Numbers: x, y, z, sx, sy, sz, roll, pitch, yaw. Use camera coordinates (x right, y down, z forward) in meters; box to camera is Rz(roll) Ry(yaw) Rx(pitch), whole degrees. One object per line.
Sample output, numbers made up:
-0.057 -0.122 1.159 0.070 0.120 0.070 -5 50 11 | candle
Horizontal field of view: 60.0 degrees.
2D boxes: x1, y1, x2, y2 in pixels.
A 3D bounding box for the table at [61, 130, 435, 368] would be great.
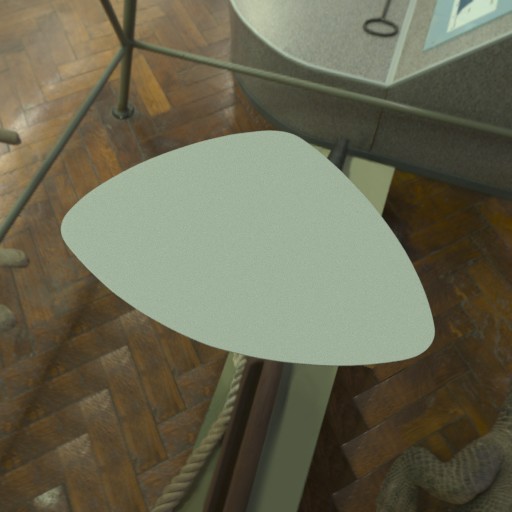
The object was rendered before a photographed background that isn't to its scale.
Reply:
0.000 0.000 1.681 1.250 0.440 0.850 18 65 8 | table
